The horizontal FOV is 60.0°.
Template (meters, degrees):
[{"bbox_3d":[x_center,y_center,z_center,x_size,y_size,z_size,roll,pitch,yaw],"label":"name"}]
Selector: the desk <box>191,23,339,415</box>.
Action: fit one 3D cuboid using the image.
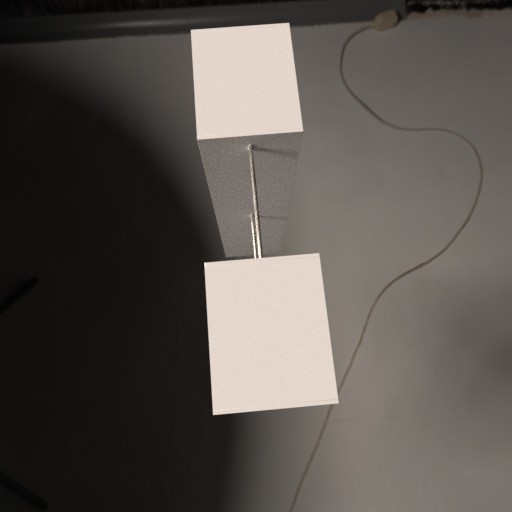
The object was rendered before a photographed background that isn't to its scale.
[{"bbox_3d":[0.000,0.000,2.884,0.480,2.000,1.770,-5,75,-1],"label":"desk"}]
